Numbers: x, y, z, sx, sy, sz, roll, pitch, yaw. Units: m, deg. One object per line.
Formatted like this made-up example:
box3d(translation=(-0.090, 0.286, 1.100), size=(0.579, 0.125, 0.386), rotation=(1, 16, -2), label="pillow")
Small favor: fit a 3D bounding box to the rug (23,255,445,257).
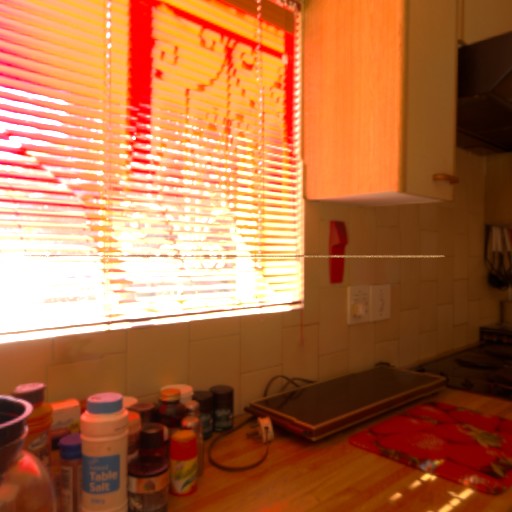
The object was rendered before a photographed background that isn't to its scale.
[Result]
box3d(translation=(0.000, 0.000, 4.150), size=(3.057, 0.013, 2.434), rotation=(0, 0, 18), label="rug")
